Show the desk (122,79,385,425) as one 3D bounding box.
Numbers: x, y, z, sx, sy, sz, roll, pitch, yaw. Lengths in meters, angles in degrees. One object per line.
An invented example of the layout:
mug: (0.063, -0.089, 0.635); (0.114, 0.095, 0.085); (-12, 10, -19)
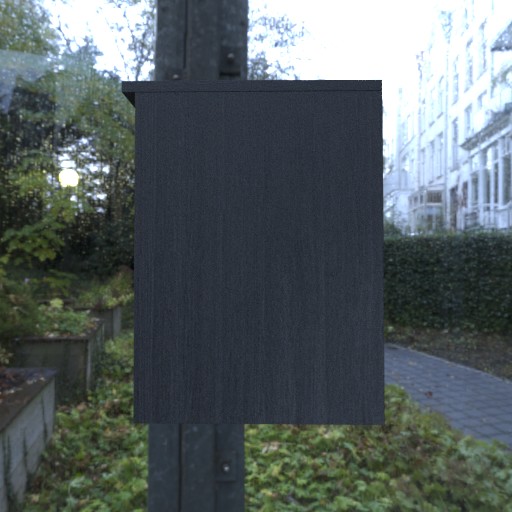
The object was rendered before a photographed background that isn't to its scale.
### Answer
desk: (0.000, 0.000, 1.487); (0.557, 0.729, 1.099); (0, -1, 1)
